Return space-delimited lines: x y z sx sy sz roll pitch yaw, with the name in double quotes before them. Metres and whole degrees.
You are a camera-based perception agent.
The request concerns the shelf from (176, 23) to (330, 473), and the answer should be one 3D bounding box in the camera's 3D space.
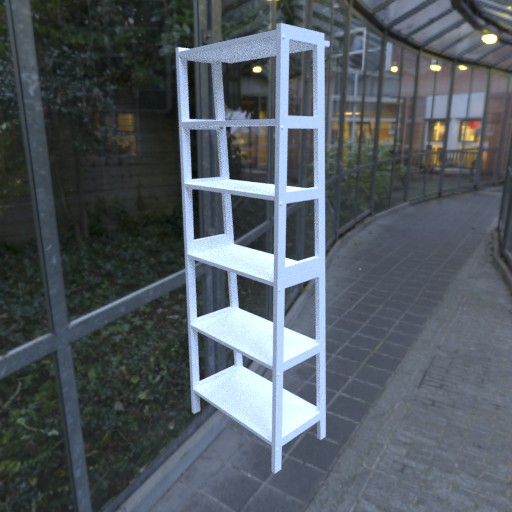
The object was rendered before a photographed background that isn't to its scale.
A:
"shelf" 0.000 0.000 2.155 0.381 1.892 0.660 -14 21 -42
